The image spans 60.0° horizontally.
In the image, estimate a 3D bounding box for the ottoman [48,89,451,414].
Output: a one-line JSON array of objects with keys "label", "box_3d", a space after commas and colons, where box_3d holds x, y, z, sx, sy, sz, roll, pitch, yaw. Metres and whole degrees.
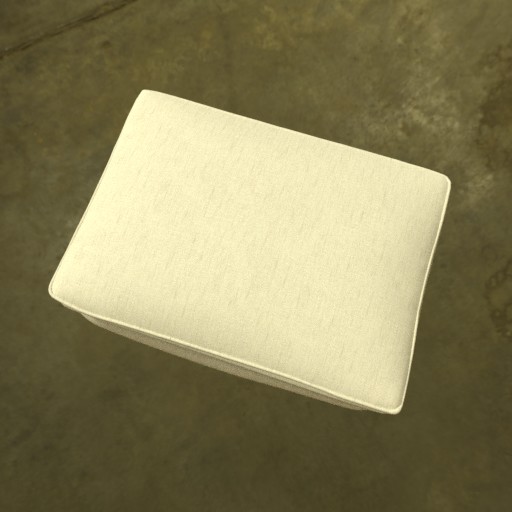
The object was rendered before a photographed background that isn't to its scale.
[{"label": "ottoman", "box_3d": [0.000, 0.000, 0.958, 0.665, 0.406, 0.501, 18, 75, 5]}]
